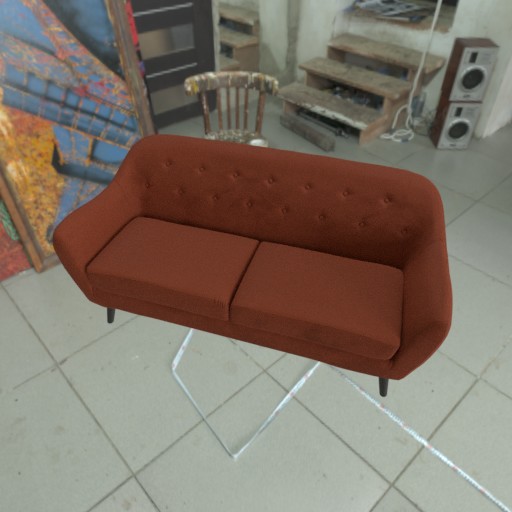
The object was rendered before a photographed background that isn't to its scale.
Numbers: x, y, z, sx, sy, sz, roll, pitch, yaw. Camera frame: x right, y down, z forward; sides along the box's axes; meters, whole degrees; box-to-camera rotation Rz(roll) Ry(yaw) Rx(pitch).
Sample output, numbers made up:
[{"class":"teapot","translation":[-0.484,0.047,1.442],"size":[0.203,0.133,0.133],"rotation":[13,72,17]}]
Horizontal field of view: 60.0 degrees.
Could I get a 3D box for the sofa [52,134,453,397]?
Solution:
[{"class":"sofa","translation":[0.000,0.000,2.298],"size":[1.840,0.836,0.820],"rotation":[12,42,13]}]
